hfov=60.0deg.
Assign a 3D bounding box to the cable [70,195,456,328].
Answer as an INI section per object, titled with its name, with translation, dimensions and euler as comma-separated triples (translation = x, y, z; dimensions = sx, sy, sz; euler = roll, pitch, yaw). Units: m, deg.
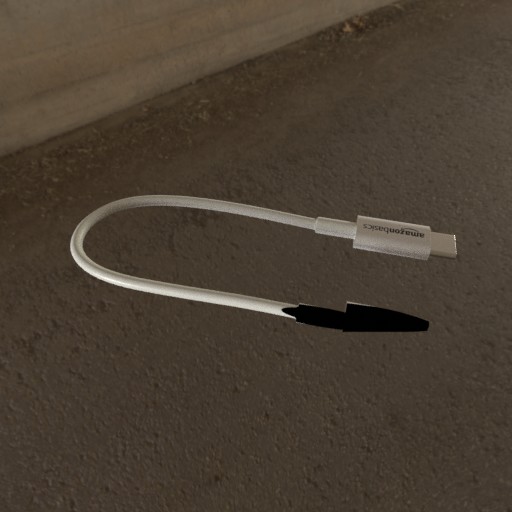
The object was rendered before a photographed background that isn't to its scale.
[cable]
translation = 0.000, 0.000, 0.113
dimensions = 0.098, 0.005, 0.041
euler = 10, 48, 9
